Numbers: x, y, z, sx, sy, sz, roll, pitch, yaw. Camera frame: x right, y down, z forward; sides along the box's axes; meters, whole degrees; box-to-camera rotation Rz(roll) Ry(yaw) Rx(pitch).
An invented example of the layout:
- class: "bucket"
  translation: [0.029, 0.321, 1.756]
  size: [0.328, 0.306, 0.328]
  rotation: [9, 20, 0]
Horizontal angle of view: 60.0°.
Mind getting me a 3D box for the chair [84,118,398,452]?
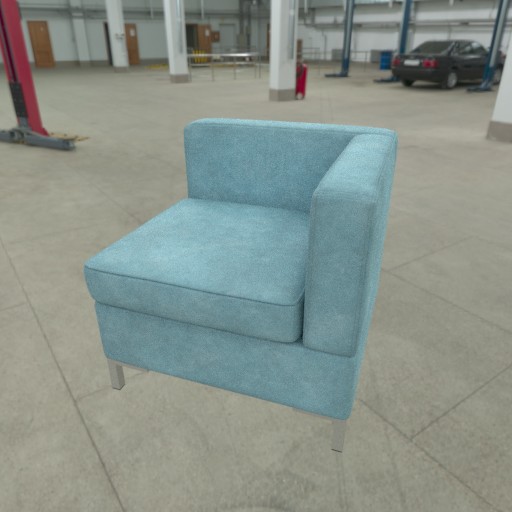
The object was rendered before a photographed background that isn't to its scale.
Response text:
- class: "chair"
  translation: [0.000, 0.000, 1.272]
  size: [0.691, 0.660, 0.684]
  rotation: [9, 28, 17]
